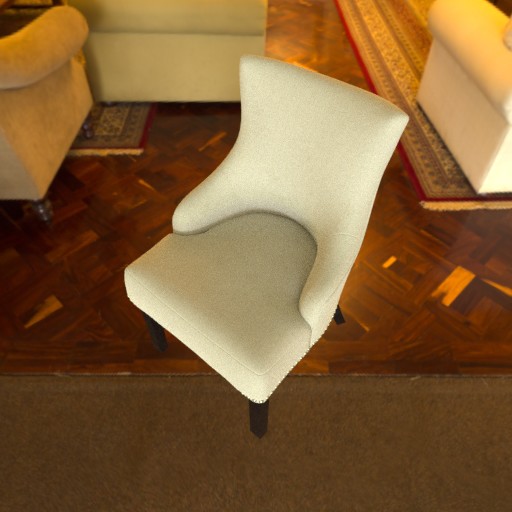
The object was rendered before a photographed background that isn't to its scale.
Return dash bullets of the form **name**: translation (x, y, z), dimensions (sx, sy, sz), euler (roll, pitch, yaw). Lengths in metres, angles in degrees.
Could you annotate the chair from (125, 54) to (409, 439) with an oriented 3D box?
- **chair**: translation (0.000, 0.000, 1.321), dimensions (0.566, 0.909, 0.629), euler (32, 55, 26)
